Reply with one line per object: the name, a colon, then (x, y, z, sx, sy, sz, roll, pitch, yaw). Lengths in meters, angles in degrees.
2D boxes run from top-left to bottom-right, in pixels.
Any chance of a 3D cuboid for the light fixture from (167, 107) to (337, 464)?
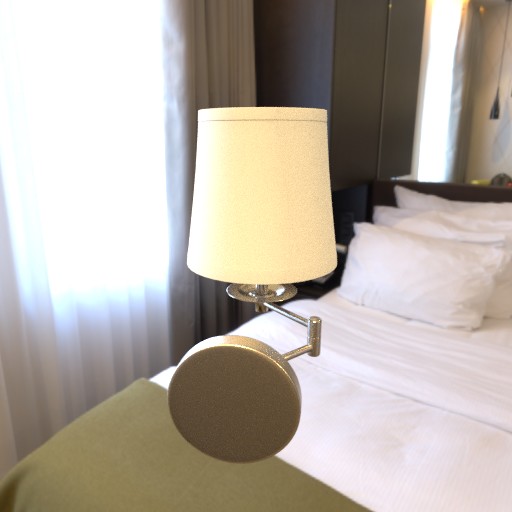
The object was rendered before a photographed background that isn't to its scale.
light fixture: (0.000, 0.000, 0.603, 0.223, 0.381, 0.348, 2, 15, 8)
